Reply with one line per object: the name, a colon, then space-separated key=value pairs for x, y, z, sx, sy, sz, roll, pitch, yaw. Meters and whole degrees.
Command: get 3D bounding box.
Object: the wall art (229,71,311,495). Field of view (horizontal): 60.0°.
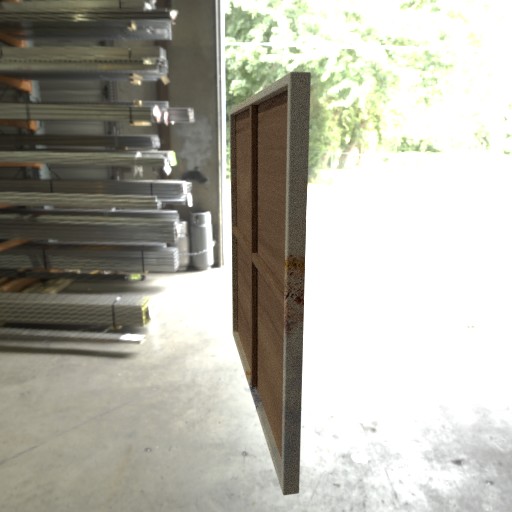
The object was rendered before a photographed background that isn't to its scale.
wall art: x=0.000 y=0.000 z=1.313 sx=0.038 sy=0.889 sz=0.889 roll=-3 pitch=14 yaw=-10
